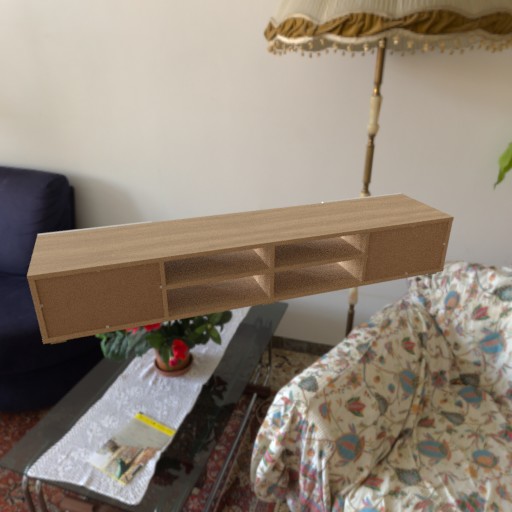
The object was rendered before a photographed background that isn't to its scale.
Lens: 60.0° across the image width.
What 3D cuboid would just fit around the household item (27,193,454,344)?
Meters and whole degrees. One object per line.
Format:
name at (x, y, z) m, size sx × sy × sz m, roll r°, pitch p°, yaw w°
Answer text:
household item at (0.000, 0.000, 2.078) m, size 1.850 × 0.310 × 0.420 m, roll -8°, pitch 26°, yaw -17°
